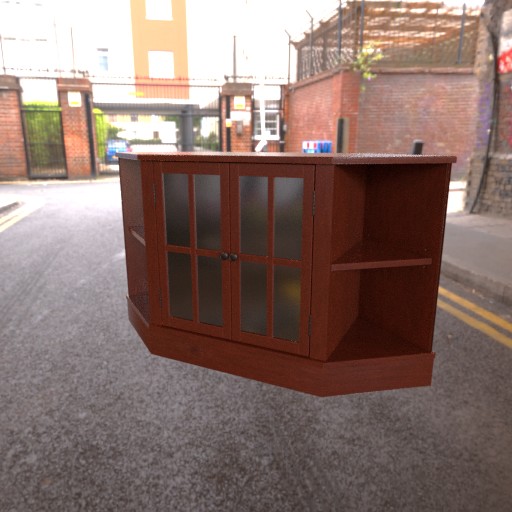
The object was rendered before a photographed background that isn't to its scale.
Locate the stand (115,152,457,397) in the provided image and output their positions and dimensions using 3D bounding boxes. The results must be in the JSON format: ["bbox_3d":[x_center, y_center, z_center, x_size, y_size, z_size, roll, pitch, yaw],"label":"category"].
[{"bbox_3d":[0.000,0.000,1.365,1.072,0.614,0.381,7,16,25],"label":"stand"}]
